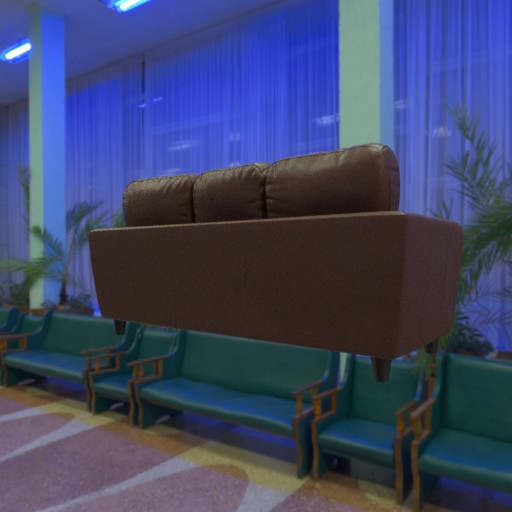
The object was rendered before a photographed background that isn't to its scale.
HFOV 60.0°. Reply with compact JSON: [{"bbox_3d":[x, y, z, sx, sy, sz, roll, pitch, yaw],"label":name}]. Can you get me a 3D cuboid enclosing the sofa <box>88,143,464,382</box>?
[{"bbox_3d":[0.000,0.000,2.327,1.862,0.915,0.802,0,0,37],"label":"sofa"}]
